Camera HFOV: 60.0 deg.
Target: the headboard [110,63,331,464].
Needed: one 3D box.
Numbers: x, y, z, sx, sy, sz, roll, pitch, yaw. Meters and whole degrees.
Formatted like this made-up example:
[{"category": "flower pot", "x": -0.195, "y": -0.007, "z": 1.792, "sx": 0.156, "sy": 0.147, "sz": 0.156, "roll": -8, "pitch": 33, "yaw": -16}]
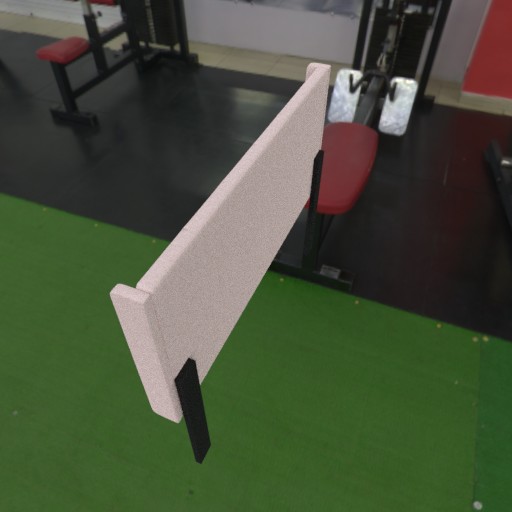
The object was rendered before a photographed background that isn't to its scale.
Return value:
[{"category": "headboard", "x": 0.000, "y": 0.000, "z": 2.659, "sx": 0.184, "sy": 1.524, "sz": 2.051, "roll": 18, "pitch": 48, "yaw": 17}]
